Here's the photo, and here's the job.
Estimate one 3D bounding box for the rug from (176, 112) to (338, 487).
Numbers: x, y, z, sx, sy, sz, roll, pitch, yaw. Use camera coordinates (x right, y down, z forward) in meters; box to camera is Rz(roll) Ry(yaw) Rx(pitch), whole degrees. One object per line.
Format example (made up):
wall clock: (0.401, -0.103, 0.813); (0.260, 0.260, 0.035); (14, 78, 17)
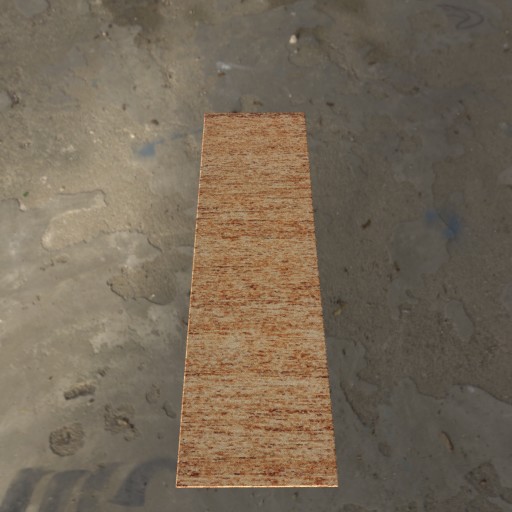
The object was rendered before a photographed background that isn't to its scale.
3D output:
rug: (0.000, 0.000, 2.418); (0.680, 0.014, 2.237); (0, 59, 0)
